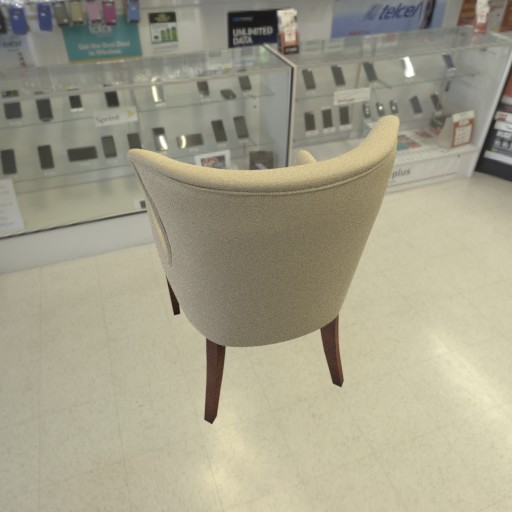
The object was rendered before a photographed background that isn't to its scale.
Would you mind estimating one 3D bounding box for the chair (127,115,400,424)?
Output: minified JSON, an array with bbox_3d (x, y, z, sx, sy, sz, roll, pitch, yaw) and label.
[{"bbox_3d":[0.000,0.000,1.411,0.660,0.952,0.686,-11,41,-13],"label":"chair"}]
